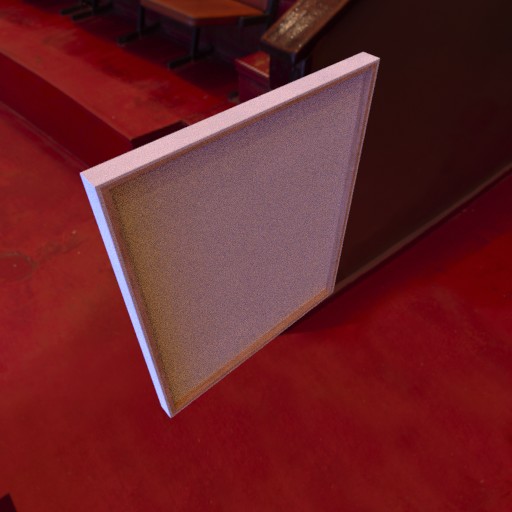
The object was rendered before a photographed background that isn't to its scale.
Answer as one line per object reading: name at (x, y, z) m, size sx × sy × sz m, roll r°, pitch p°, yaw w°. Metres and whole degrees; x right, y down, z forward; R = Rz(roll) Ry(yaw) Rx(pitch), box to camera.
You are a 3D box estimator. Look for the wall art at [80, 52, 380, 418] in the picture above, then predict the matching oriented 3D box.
wall art at (0.000, 0.000, 0.833) m, size 0.508 × 0.606 × 0.037 m, roll -33°, pitch 55°, yaw -27°
